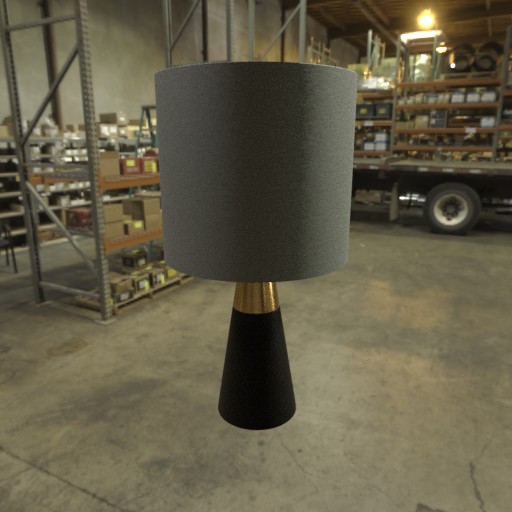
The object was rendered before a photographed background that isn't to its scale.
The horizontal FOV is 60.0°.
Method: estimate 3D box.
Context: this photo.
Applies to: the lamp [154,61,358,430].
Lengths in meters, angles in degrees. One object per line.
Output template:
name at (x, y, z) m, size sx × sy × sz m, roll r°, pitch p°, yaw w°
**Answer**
lamp at (0.000, 0.000, 0.758) m, size 0.308 × 0.580 × 0.308 m, roll 8°, pitch 17°, yaw 26°
